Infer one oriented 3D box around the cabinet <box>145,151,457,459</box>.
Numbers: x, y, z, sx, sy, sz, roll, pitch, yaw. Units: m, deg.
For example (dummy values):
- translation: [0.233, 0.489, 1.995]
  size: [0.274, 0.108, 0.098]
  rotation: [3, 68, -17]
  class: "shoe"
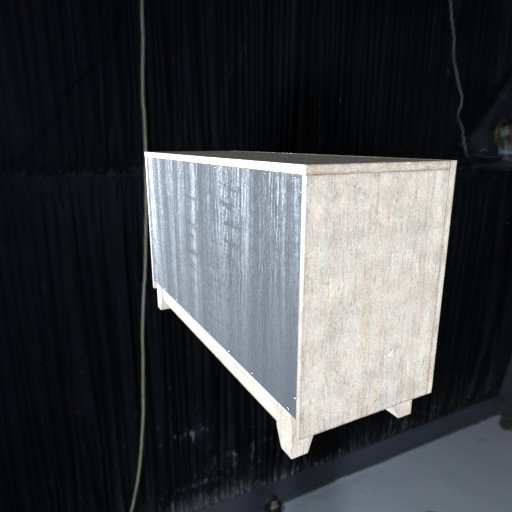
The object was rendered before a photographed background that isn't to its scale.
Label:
- translation: [0.000, 0.000, 1.851]
  size: [0.511, 0.825, 1.460]
  rotation: [-8, 16, -27]
  class: "cabinet"
